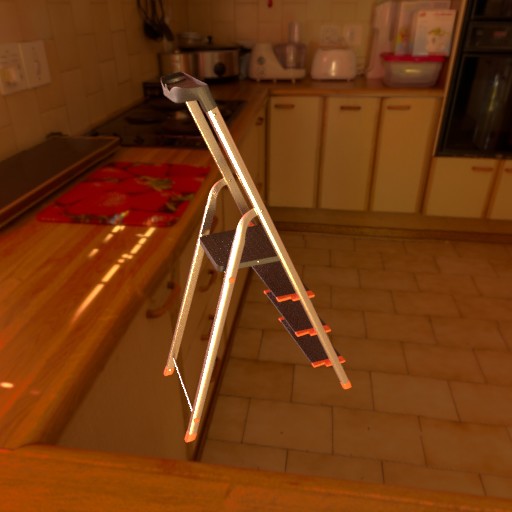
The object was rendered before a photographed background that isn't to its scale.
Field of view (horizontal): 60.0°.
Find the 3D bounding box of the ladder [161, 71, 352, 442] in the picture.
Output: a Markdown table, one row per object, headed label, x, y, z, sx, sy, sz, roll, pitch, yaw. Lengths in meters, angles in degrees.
| label | x | y | z | sx | sy | sz | roll | pitch | yaw |
| --- | --- | --- | --- | --- | --- | --- | --- | --- | --- |
| ladder | 0.000 | 0.000 | 1.863 | 0.834 | 1.429 | 0.452 | -12 | 32 | -19 |
